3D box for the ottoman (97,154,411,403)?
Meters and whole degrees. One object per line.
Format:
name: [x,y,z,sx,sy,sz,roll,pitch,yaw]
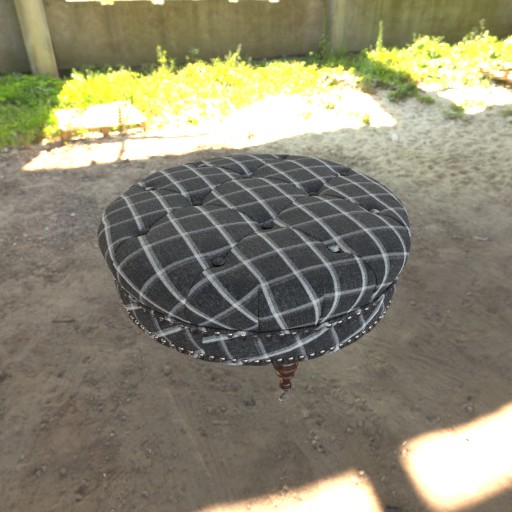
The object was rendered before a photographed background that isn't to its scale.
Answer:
ottoman: [0.000,0.000,1.386,0.901,0.439,0.901,0,32,0]
